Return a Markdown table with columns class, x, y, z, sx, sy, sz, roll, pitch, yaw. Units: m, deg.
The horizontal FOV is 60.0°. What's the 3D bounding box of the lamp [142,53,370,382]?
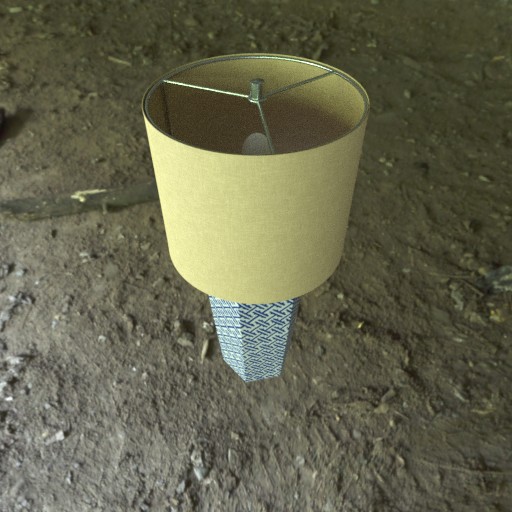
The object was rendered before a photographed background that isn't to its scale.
| class | x | y | z | sx | sy | sz | roll | pitch | yaw |
| --- | --- | --- | --- | --- | --- | --- | --- | --- | --- |
| lamp | 0.000 | 0.000 | 0.855 | 0.320 | 0.682 | 0.320 | 16 | 47 | 16 |
